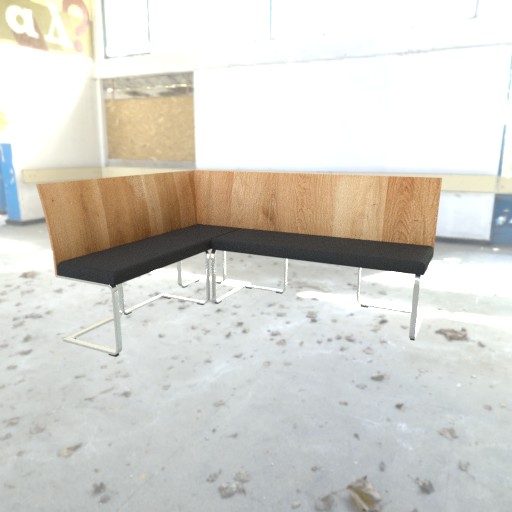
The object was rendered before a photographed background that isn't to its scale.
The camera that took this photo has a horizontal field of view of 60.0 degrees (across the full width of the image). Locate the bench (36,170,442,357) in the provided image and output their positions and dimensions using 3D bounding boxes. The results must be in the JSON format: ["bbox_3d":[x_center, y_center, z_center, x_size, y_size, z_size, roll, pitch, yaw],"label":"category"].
[{"bbox_3d":[0.000,0.000,2.761,1.945,0.930,1.495,7,16,26],"label":"bench"}]
